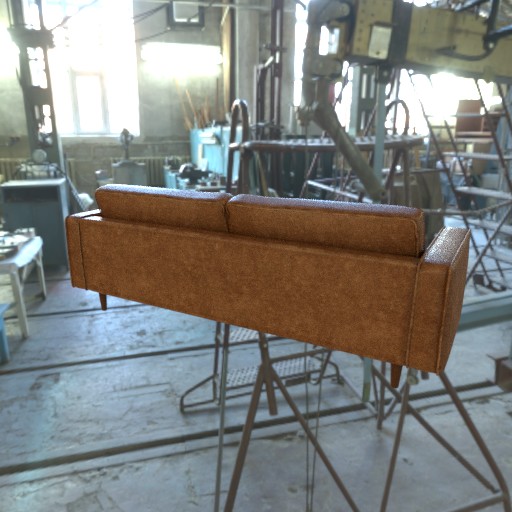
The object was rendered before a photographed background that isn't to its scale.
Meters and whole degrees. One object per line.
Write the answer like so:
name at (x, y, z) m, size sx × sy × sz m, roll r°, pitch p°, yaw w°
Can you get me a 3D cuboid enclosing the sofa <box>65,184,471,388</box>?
sofa at (0.000, 0.000, 2.567) m, size 2.199 × 0.779 × 0.886 m, roll 9°, pitch 18°, yaw 28°
